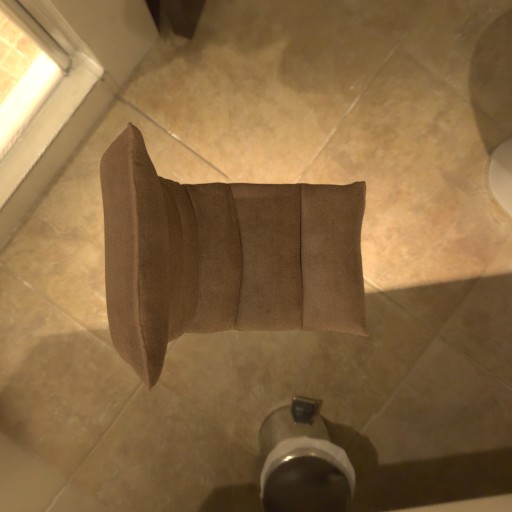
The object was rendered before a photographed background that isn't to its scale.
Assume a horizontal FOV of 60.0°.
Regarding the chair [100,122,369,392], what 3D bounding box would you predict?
[{"bbox_3d":[0.000,0.000,1.608,0.985,0.892,0.714,0,91,0],"label":"chair"}]
